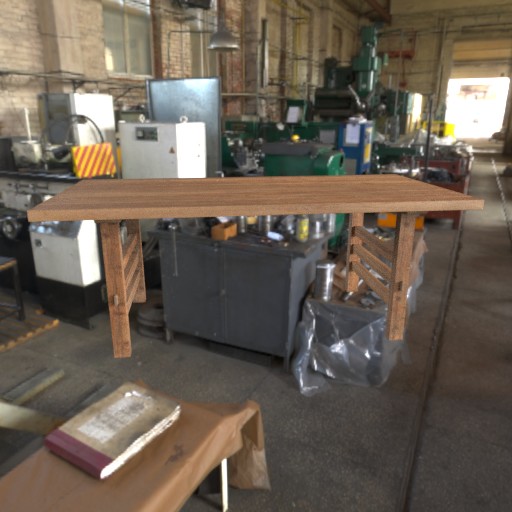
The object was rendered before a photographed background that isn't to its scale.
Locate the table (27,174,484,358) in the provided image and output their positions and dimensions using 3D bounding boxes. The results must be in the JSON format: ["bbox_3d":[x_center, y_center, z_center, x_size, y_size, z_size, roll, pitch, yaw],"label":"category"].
[{"bbox_3d":[0.000,0.000,2.486,2.003,0.760,0.952,-2,18,-7],"label":"table"}]
